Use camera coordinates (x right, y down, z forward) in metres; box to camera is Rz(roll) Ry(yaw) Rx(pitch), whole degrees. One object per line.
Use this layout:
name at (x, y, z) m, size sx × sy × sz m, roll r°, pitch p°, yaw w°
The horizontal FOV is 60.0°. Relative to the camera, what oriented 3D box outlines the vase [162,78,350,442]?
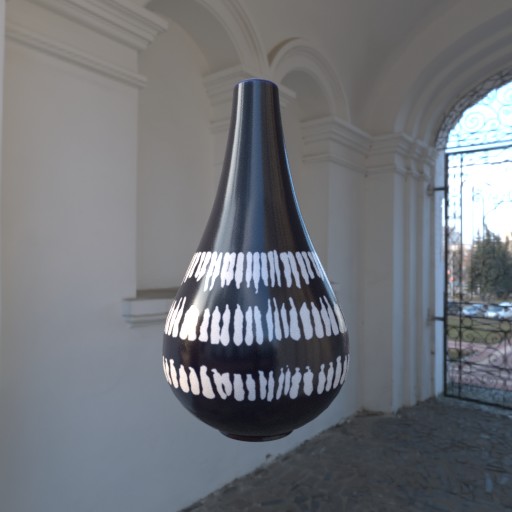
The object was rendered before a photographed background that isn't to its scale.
vase at (0.000, 0.000, 0.384) m, size 0.159 × 0.295 × 0.159 m, roll 0°, pitch -1°, yaw 0°
